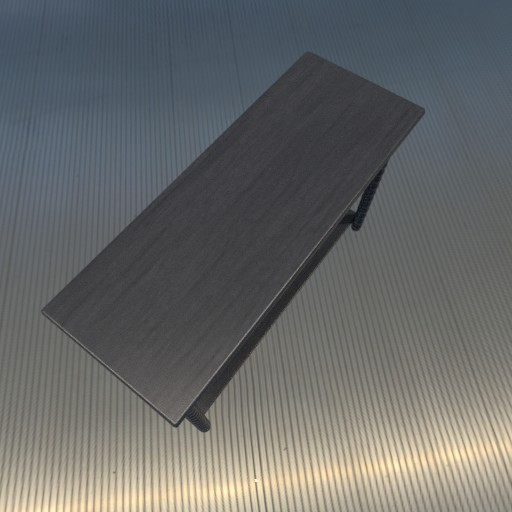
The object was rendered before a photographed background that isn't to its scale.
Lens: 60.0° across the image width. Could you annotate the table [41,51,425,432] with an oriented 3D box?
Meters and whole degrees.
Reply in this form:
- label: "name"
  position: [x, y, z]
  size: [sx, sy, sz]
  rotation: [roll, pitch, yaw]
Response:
- label: "table"
  position: [0.000, 0.000, 1.570]
  size: [0.459, 0.735, 1.184]
  rotation: [34, 68, 16]
